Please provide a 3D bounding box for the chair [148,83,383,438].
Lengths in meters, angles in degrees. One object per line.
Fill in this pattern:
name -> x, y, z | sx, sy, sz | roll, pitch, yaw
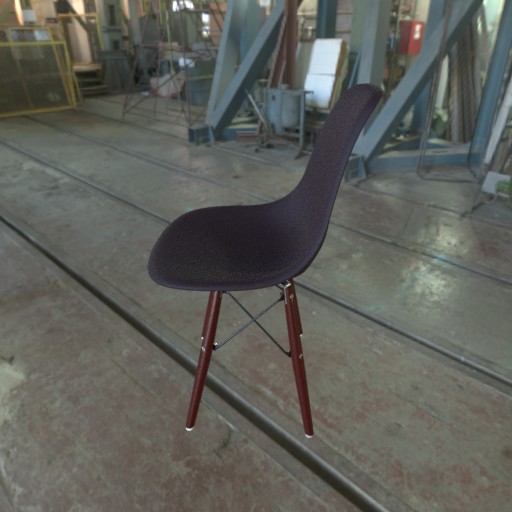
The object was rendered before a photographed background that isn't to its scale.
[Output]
chair -> 0.000, 0.000, 1.147 | 0.533, 0.826, 0.470 | 0, 28, 0
